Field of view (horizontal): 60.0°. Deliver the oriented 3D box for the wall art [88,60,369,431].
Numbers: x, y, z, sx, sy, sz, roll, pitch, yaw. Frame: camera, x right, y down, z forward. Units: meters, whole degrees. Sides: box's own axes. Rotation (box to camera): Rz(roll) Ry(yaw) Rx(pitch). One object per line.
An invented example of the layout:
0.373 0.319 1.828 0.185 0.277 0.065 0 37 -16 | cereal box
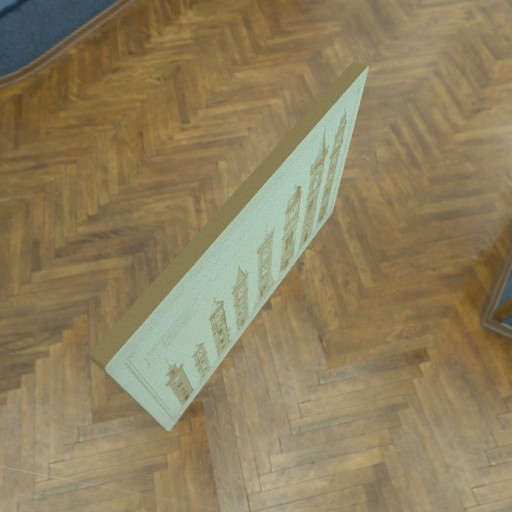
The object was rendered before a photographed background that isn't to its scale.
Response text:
0.000 0.000 0.485 0.019 0.254 0.380 31 64 17 | wall art
